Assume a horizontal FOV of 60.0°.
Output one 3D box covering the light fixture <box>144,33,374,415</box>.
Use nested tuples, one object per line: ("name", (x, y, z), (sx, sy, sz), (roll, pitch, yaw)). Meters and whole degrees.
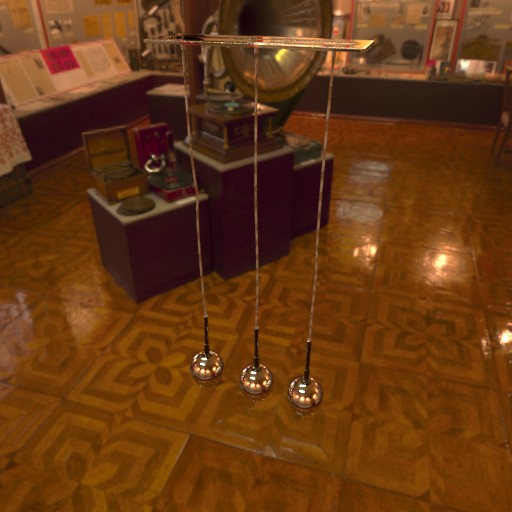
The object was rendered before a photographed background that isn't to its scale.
("light fixture", (0.000, 0.000, 1.598), (0.623, 1.408, 0.188), (11, 33, 16))
